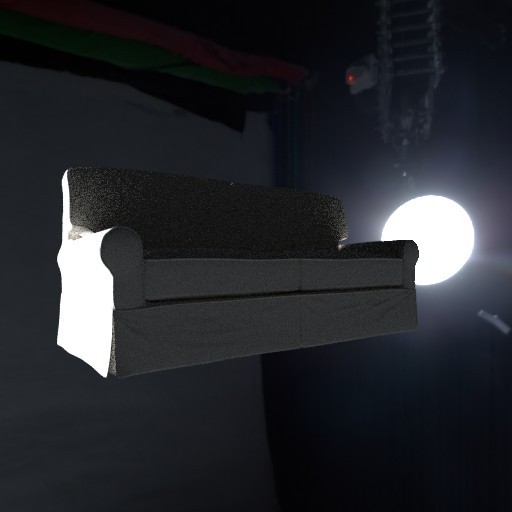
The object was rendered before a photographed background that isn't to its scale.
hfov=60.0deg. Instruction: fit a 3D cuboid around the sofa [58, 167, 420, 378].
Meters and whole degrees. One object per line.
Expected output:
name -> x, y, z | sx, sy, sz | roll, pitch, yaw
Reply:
sofa -> 0.000, 0.000, 2.561 | 2.021, 0.937, 0.862 | 0, 0, -36
